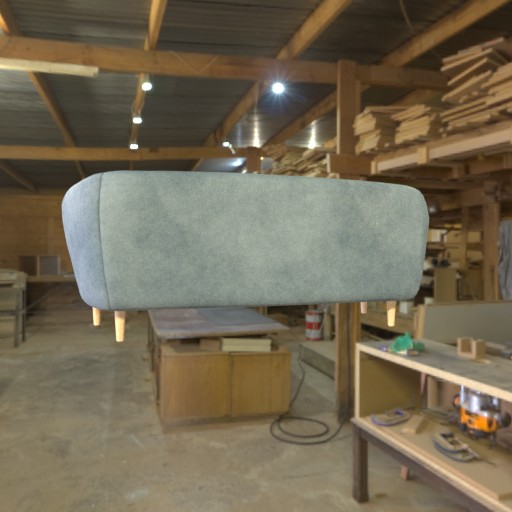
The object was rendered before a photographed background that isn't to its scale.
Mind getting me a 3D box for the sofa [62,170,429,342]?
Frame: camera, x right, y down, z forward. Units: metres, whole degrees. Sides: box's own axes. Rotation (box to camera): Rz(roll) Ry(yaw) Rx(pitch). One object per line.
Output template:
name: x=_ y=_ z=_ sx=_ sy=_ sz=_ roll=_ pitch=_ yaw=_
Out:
sofa: x=0.000 y=0.000 z=2.503 sx=2.095 sy=0.795 sz=0.849 roll=0 pitch=1 yaw=-17
